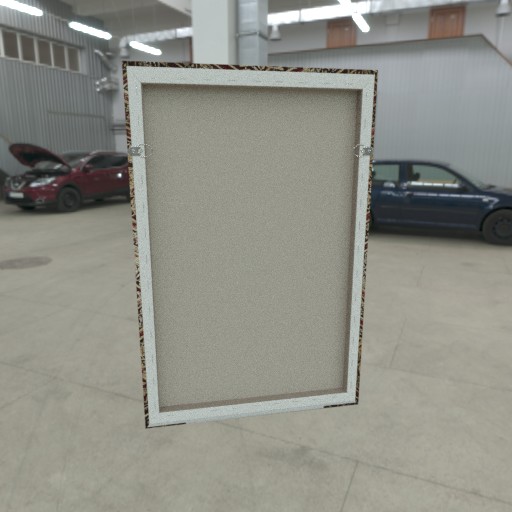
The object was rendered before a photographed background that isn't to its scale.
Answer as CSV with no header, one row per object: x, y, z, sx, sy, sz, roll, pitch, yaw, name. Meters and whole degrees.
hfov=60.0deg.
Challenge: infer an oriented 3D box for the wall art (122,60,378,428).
0.000,0.000,1.133,0.599,0.904,0.030,-3,13,-11,wall art
